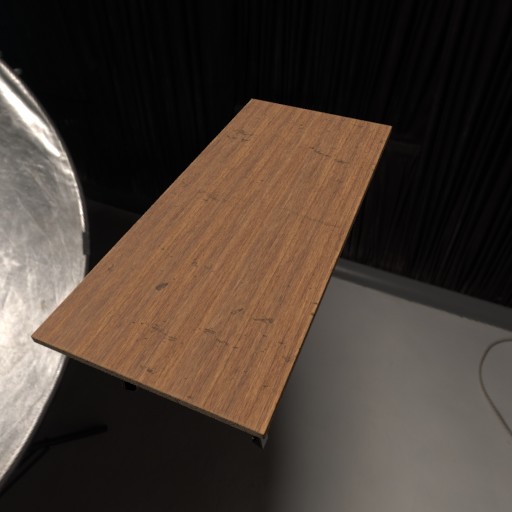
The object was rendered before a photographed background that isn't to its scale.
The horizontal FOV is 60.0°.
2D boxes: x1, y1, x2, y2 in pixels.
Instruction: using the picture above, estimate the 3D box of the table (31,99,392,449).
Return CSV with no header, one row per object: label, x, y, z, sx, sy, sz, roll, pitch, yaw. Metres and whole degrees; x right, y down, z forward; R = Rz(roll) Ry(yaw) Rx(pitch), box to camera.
table,0.000,0.000,2.587,1.000,0.757,2.200,17,48,16
